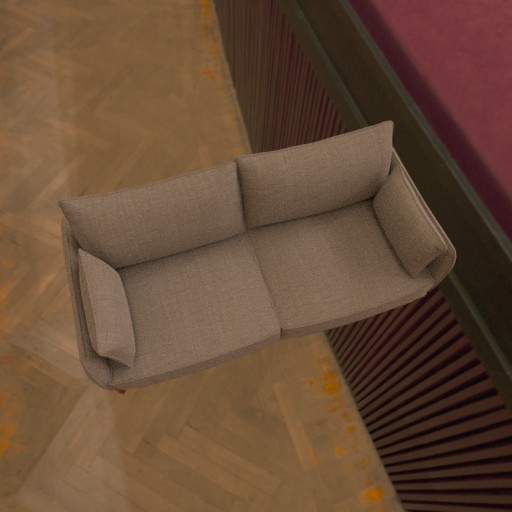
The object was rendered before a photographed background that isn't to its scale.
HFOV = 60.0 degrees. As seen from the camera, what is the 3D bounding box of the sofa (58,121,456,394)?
[{"bbox_3d":[0.000,0.000,2.488,1.989,0.851,0.972,-16,63,-8],"label":"sofa"}]
